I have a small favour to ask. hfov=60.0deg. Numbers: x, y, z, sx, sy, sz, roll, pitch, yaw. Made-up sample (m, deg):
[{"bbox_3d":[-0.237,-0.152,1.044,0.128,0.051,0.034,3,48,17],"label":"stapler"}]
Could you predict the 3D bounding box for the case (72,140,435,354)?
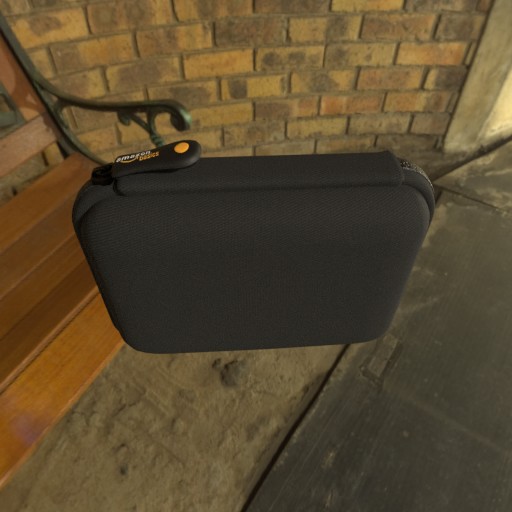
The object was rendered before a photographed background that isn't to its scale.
[{"bbox_3d":[0.000,0.000,0.180,0.132,0.105,0.038,-3,47,-2],"label":"case"}]
